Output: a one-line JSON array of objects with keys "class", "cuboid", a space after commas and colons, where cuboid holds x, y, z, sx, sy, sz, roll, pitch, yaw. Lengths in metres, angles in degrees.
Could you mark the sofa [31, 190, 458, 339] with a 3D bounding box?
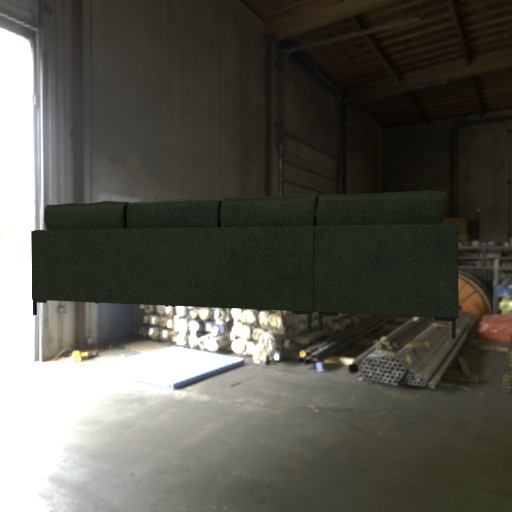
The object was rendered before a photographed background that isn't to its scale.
[{"class": "sofa", "cuboid": [0.000, 0.000, 4.251, 3.384, 0.996, 2.048, 0, 1, 17]}]
